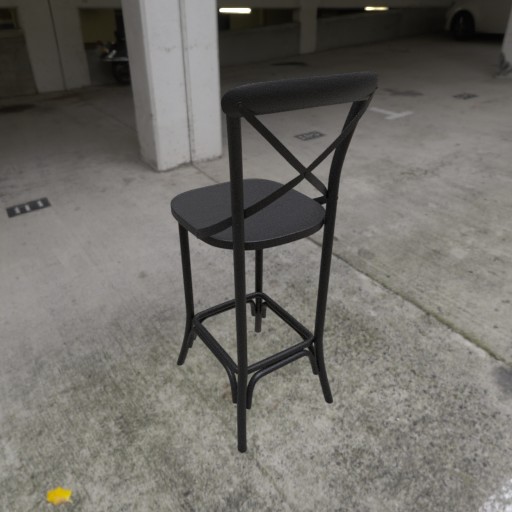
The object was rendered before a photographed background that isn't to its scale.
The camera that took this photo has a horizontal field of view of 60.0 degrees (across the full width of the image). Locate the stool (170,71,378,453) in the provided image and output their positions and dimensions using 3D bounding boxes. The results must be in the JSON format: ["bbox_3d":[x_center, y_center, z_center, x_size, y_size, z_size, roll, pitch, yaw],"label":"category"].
[{"bbox_3d":[0.000,0.000,1.453,0.457,1.168,0.584,-18,34,-28],"label":"stool"}]
